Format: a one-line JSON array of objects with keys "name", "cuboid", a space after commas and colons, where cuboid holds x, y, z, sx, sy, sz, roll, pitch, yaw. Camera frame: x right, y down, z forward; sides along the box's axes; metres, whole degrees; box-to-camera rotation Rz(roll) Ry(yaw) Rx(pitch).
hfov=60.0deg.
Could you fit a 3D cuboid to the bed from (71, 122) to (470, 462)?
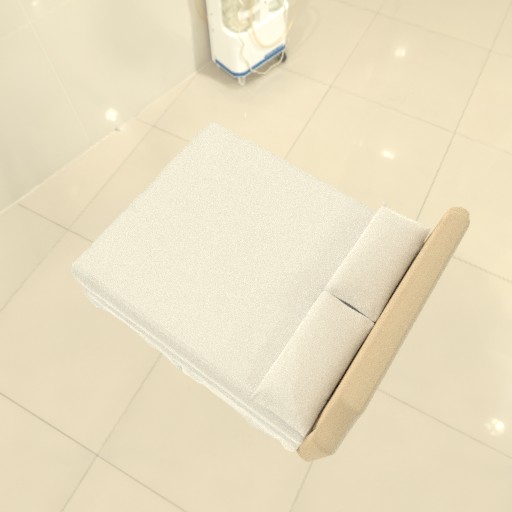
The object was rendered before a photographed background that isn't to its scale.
[{"name": "bed", "cuboid": [0.000, 0.000, 3.746, 2.548, 1.524, 2.134, 32, 68, 15]}]
